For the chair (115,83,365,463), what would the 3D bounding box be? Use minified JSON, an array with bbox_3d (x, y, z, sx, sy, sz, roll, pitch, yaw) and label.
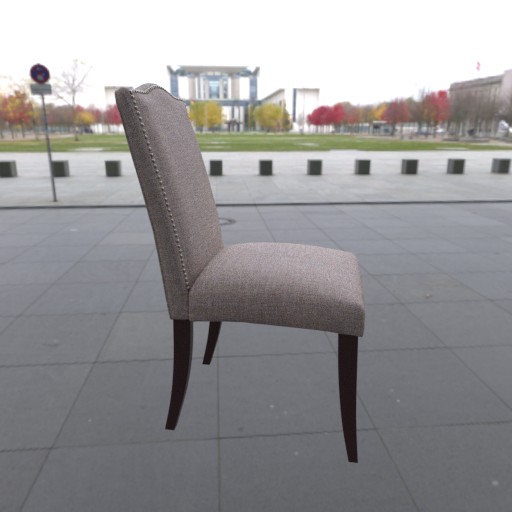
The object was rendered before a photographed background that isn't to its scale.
[{"bbox_3d":[0.000,0.000,1.379,0.660,1.016,0.513,3,16,10],"label":"chair"}]
